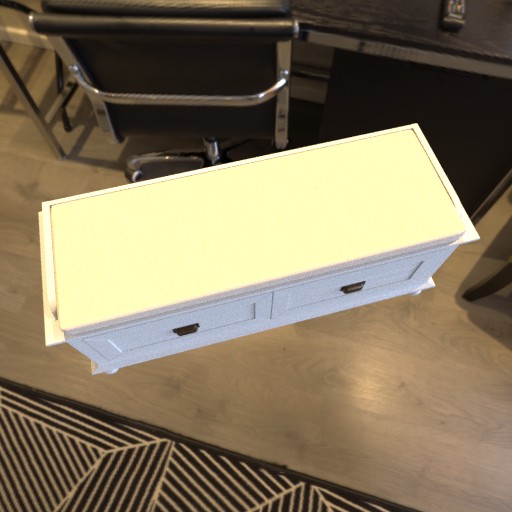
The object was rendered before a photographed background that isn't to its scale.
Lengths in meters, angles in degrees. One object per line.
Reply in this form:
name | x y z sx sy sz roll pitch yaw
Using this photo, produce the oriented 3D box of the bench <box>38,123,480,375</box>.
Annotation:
bench | 0.000 0.000 1.425 1.185 0.486 0.402 -13 64 -7
